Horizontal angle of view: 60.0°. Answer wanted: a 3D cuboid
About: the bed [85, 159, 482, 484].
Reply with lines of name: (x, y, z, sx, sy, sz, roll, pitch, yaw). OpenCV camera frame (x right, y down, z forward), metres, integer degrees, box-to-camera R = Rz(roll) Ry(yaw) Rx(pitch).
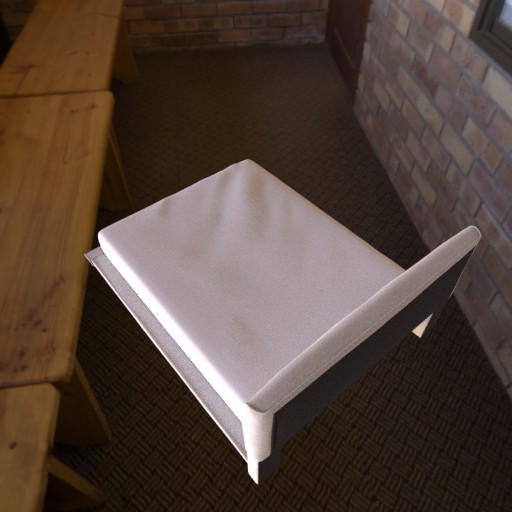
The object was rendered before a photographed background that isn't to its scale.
bed: (0.000, 0.000, 3.547, 1.980, 1.126, 2.498, -32, 55, -25)
